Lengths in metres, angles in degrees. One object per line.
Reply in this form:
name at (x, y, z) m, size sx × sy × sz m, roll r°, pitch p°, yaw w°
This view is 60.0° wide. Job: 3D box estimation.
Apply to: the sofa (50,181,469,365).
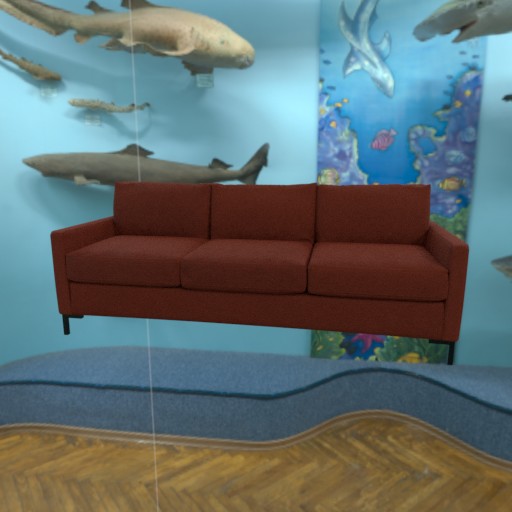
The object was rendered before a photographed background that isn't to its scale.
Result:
sofa at (0.000, 0.000, 2.730) m, size 2.252 × 0.879 × 0.875 m, roll 2°, pitch 13°, yaw 10°
